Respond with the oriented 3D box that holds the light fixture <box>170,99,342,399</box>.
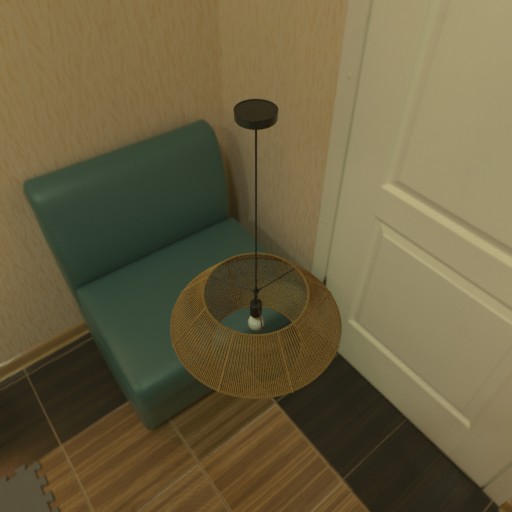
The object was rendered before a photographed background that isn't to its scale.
[{"bbox_3d":[0.000,0.000,1.419,0.643,1.009,0.643,0,46,0],"label":"light fixture"}]
